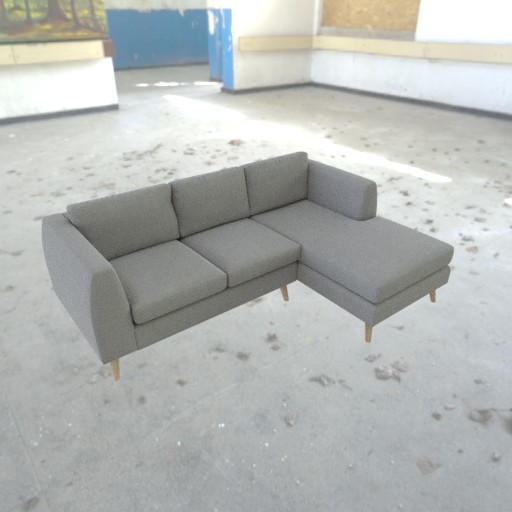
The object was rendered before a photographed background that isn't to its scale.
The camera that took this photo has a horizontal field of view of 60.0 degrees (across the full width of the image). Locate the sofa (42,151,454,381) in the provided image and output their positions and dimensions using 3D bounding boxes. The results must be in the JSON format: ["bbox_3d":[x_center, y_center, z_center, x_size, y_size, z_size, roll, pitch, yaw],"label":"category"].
[{"bbox_3d":[0.000,0.000,2.994,2.300,0.860,1.580,-21,35,-32],"label":"sofa"}]
